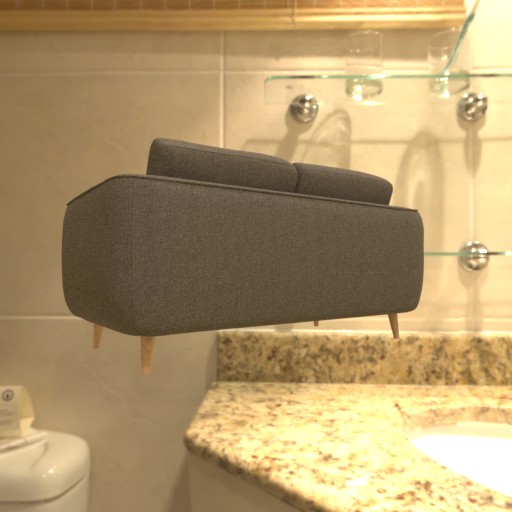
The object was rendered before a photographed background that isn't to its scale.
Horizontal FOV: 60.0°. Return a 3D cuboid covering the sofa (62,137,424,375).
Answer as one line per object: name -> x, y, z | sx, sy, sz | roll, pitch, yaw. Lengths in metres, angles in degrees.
sofa -> 0.000, 0.000, 2.221 | 1.700, 0.870, 0.920 | 1, -2, -35
